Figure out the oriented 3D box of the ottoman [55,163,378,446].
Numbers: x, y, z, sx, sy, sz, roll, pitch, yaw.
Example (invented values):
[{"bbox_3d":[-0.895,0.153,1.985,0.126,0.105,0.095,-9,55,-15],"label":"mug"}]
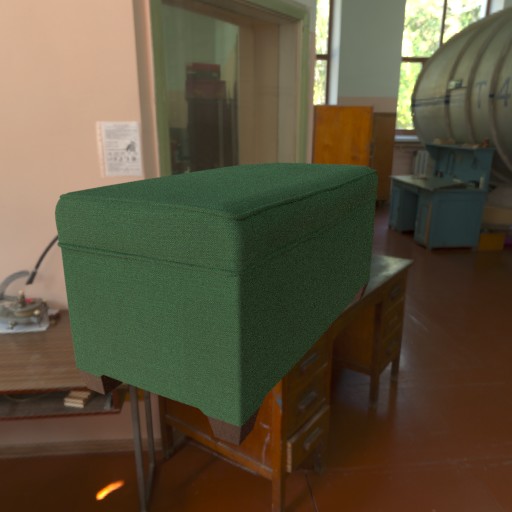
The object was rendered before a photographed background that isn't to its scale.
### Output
[{"bbox_3d":[0.000,0.000,1.244,0.483,0.471,0.957,9,19,27],"label":"ottoman"}]
